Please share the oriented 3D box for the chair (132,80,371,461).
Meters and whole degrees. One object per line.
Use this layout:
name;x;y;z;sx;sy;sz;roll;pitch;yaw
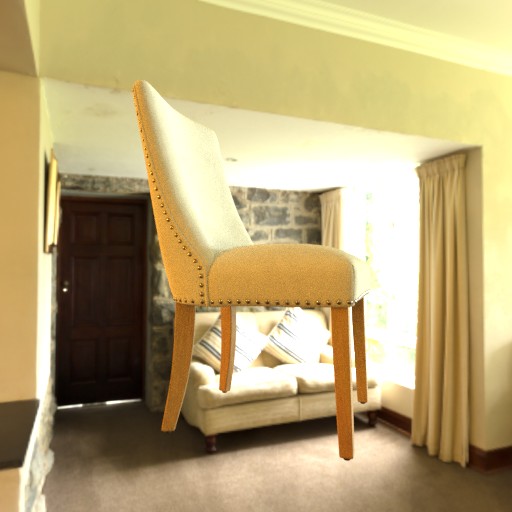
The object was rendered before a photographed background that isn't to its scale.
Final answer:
chair;0.000;0.000;1.263;0.610;0.902;0.495;-1;-2;18
